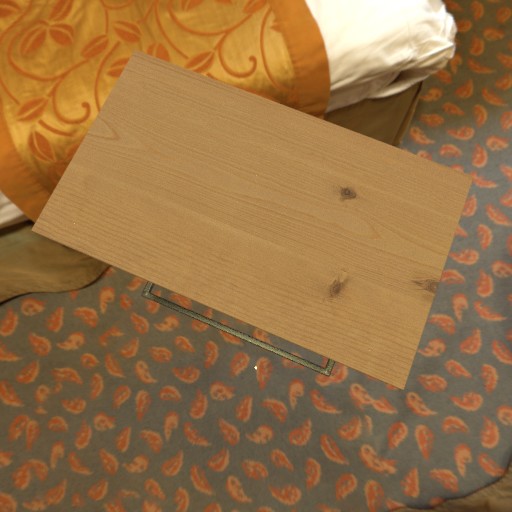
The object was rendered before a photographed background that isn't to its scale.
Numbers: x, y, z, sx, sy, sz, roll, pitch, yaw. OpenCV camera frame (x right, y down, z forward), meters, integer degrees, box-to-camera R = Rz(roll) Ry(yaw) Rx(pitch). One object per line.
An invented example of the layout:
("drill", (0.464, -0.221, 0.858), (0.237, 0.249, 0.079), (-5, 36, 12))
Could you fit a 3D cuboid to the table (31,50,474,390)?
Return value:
("table", (0.000, 0.000, 1.013), (0.597, 0.673, 0.351), (22, 77, 5))
